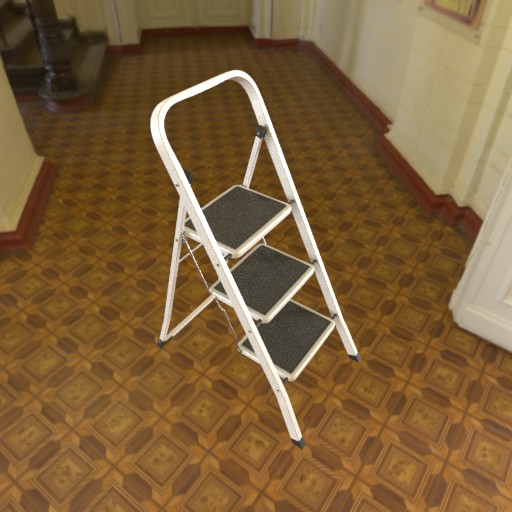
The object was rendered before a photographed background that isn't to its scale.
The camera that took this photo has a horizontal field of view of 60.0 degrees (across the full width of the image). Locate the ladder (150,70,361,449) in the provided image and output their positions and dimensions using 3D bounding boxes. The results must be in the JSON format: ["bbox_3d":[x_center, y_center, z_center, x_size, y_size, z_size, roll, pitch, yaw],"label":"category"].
[{"bbox_3d":[0.000,0.000,1.451,0.711,1.050,0.460,25,46,26],"label":"ladder"}]
